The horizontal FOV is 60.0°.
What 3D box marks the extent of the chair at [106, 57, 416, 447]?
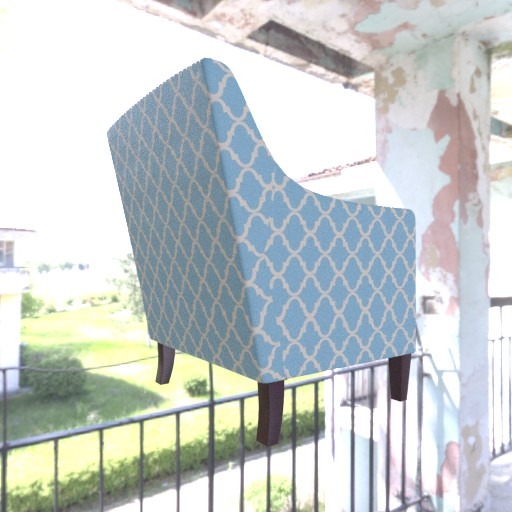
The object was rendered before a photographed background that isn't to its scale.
[{"bbox_3d":[0.000,0.000,1.298,0.686,0.817,0.617,0,0,-36],"label":"chair"}]
